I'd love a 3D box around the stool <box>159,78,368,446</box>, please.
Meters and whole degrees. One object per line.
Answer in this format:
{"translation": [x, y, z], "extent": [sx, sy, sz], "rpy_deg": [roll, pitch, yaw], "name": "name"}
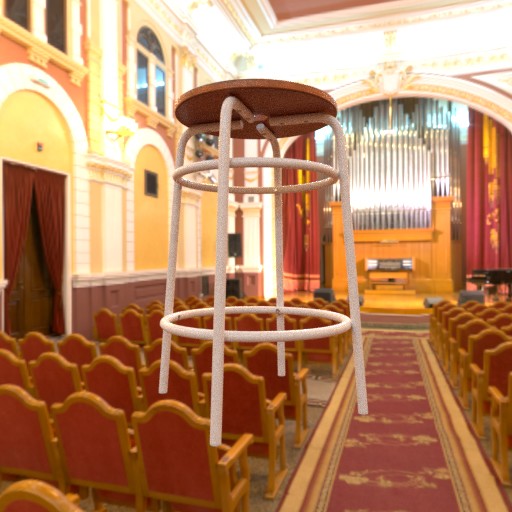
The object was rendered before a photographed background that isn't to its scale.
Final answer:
{"translation": [0.000, 0.000, 0.927], "extent": [0.455, 0.610, 0.455], "rpy_deg": [0, 0, 17], "name": "stool"}
